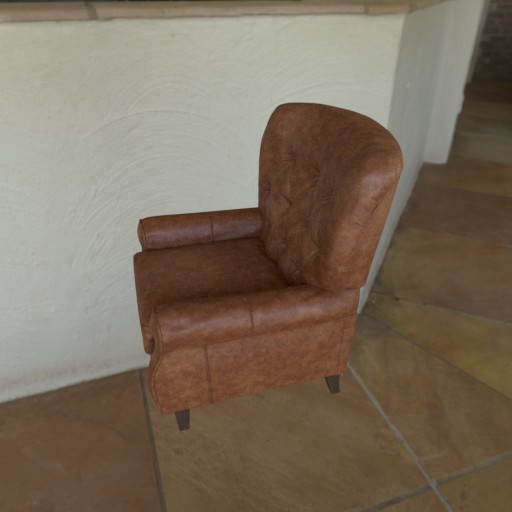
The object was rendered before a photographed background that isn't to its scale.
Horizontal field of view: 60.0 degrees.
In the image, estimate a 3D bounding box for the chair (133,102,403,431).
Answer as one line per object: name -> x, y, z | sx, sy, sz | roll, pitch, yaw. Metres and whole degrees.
chair -> 0.000, 0.000, 1.943 | 1.059, 1.164, 0.951 | -9, 33, -14
